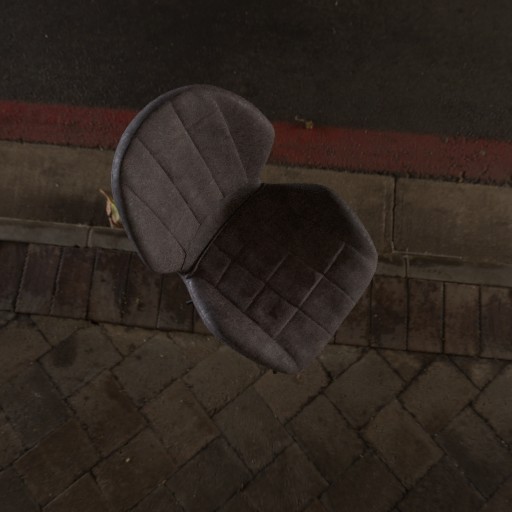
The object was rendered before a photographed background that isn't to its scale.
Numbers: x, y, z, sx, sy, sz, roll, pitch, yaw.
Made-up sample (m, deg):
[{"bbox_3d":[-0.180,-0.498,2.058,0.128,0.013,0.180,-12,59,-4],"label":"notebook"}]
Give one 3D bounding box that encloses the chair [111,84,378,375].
[{"bbox_3d":[0.000,0.000,1.337,0.640,0.934,0.527,37,78,10],"label":"chair"}]
